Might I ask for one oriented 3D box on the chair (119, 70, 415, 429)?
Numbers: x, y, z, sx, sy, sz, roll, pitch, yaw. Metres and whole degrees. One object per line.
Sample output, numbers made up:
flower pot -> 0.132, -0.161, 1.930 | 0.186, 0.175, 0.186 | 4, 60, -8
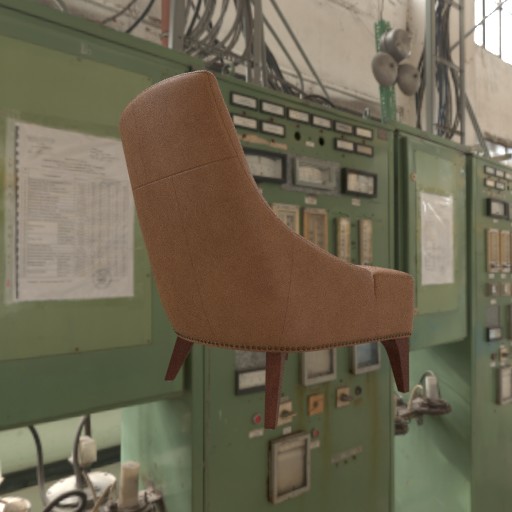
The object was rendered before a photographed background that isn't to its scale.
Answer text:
chair -> 0.000, 0.000, 1.500 | 0.861, 0.909, 0.701 | 1, -2, -37
